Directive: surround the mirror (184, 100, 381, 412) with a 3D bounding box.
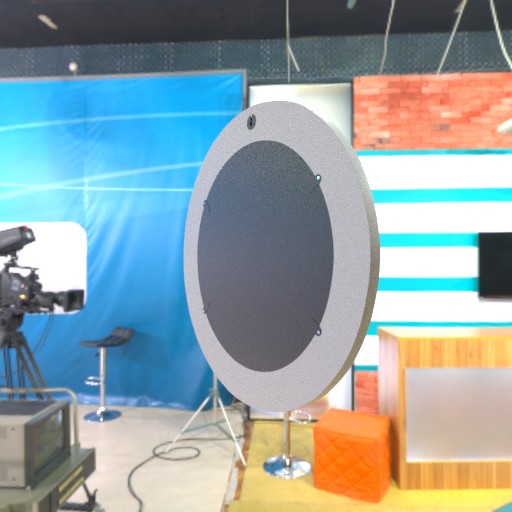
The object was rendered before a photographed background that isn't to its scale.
[{"bbox_3d":[0.000,0.000,1.359,0.038,0.914,0.914,1,-1,-36],"label":"mirror"}]
